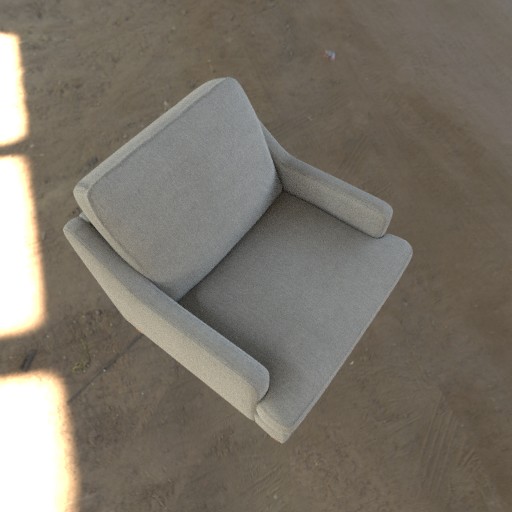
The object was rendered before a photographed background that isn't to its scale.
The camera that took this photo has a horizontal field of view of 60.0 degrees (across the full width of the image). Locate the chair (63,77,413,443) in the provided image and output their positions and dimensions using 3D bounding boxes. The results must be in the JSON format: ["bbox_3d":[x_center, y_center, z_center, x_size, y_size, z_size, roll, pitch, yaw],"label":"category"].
[{"bbox_3d":[0.000,0.000,1.567,0.892,0.821,0.826,33,64,19],"label":"chair"}]
